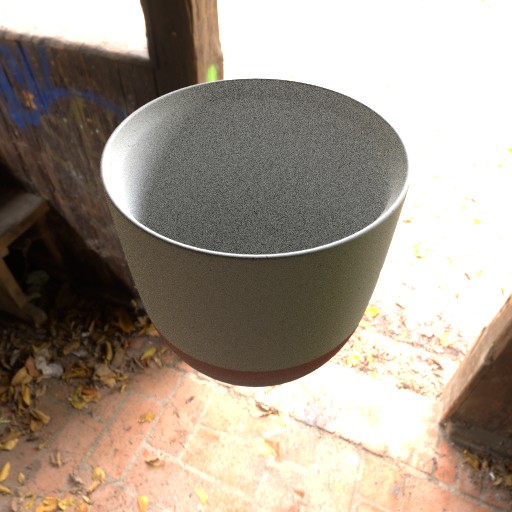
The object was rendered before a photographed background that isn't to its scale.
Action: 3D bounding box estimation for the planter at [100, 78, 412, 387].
[{"bbox_3d":[0.000,0.000,0.374,0.204,0.214,0.204,0,47,0],"label":"planter"}]
